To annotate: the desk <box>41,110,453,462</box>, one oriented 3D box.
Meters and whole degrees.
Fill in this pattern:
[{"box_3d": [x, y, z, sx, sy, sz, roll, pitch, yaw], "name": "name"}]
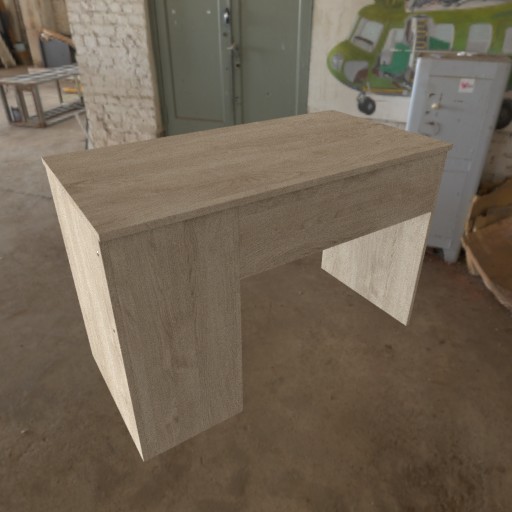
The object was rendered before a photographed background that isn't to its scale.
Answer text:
[{"box_3d": [0.000, 0.000, 1.502, 1.096, 0.730, 0.560, -18, 35, -28], "name": "desk"}]
